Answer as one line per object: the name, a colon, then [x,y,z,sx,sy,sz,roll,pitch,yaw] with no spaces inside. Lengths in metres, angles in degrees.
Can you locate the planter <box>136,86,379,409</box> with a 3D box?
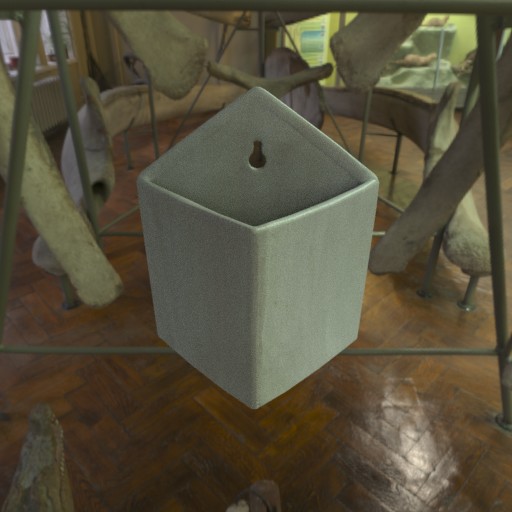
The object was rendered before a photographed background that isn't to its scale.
planter: [0.000,0.000,0.284,0.163,0.194,0.080,1,30,1]
